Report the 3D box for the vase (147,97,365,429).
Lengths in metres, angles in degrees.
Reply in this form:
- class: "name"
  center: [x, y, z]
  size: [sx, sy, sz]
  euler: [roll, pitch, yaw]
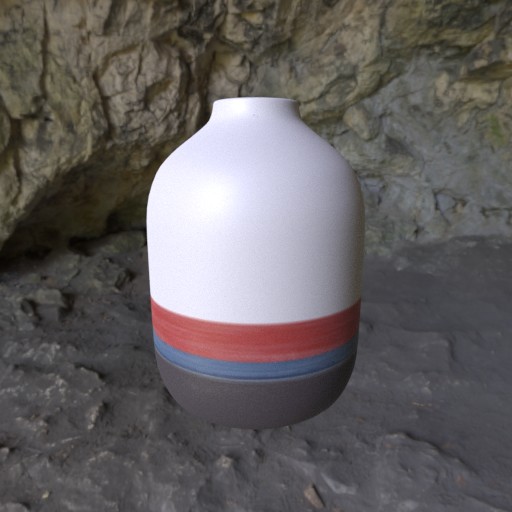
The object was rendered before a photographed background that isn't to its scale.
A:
- class: "vase"
  center: [0.000, 0.000, 0.359]
  size: [0.169, 0.237, 0.169]
  euler: [0, 13, 0]
